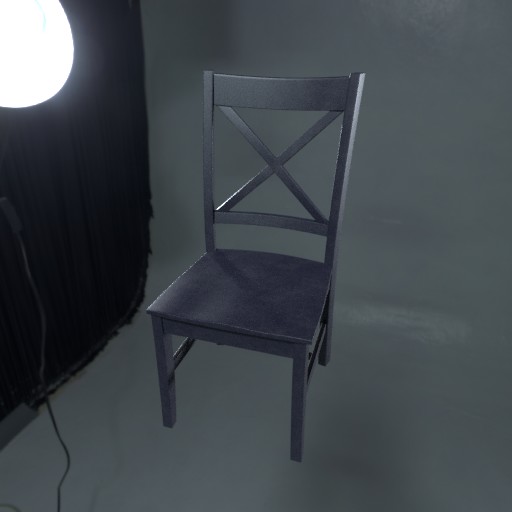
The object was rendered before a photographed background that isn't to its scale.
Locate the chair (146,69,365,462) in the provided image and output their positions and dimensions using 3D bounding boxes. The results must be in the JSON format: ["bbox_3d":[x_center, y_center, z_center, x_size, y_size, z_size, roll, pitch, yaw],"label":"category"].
[{"bbox_3d":[0.000,0.000,1.309,0.485,0.983,0.542,8,27,16],"label":"chair"}]
